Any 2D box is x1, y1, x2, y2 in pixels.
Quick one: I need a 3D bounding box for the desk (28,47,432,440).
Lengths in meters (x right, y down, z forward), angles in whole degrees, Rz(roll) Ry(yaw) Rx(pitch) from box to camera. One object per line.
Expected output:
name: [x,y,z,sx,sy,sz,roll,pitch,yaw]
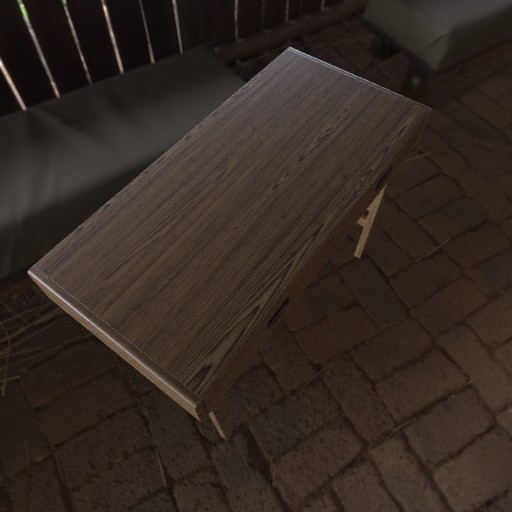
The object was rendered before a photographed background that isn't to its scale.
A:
desk: [0.000,0.000,1.473,0.508,0.755,1.067,32,64,18]
